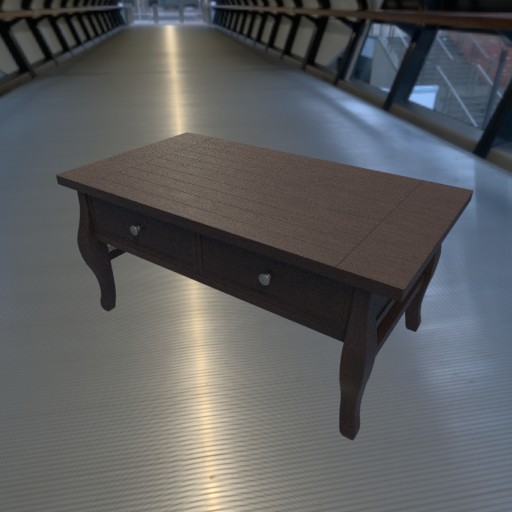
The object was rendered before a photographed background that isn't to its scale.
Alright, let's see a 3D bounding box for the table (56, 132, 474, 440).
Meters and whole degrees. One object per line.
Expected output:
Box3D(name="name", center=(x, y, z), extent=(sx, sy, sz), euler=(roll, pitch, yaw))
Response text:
Box3D(name="table", center=(0.000, 0.000, 1.405), extent=(1.062, 0.494, 0.600), euler=(19, 36, 29))
